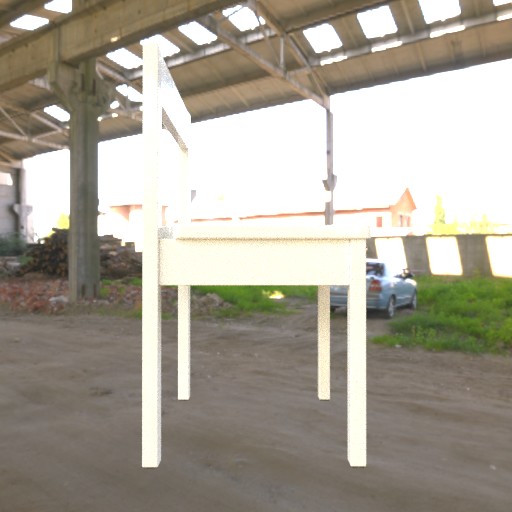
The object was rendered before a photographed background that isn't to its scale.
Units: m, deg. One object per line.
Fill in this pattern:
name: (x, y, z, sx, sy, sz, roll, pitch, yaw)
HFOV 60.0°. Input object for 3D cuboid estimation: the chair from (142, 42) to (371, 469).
chair: (0.000, 0.000, 0.870, 0.361, 0.668, 0.367, 0, 0, 0)
